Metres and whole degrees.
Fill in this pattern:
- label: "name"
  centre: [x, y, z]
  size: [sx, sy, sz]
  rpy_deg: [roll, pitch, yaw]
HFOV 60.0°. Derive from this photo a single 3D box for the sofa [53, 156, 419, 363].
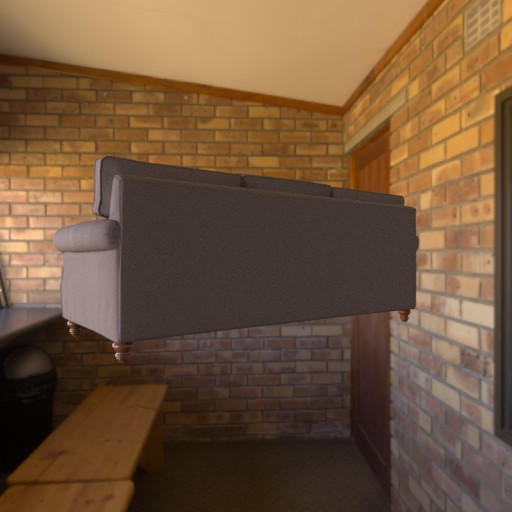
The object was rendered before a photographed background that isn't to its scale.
- label: "sofa"
  centre: [0.000, 0.000, 2.903]
  size: [2.353, 0.948, 0.966]
  rpy_deg: [0, 0, -36]
